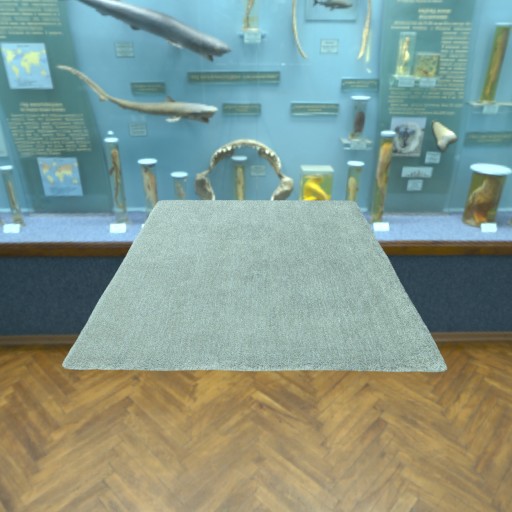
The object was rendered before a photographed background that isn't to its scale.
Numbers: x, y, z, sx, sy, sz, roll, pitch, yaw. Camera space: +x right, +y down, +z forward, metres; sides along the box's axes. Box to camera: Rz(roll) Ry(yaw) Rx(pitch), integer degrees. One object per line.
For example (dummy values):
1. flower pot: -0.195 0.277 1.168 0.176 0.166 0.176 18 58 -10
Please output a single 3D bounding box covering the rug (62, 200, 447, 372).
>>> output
1. rug: 0.000 0.000 3.918 2.332 0.027 2.933 0 27 0
